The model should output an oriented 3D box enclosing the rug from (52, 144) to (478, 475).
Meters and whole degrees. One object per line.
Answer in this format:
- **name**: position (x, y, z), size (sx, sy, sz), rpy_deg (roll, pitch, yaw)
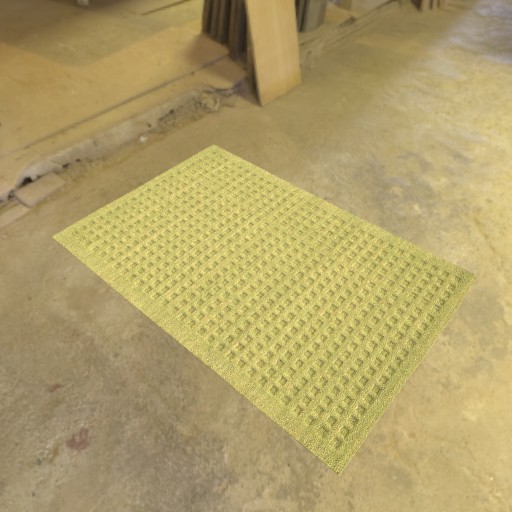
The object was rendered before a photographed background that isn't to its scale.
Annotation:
- **rug**: position (0.000, 0.000, 2.834), size (2.297, 0.007, 1.529), rpy_deg (32, 53, 27)
